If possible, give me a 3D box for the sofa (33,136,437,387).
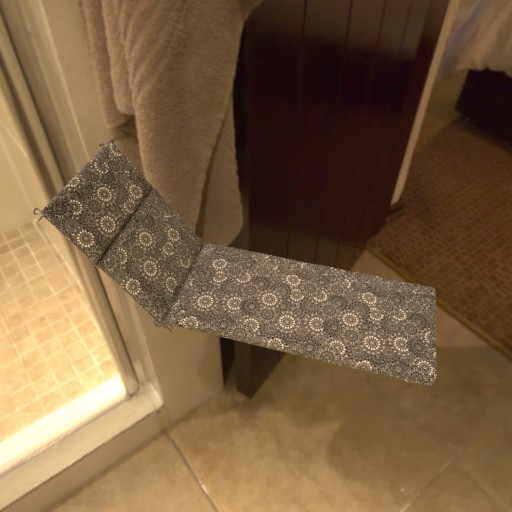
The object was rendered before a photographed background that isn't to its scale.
[{"bbox_3d":[0.000,0.000,1.942,1.663,0.622,0.582,11,47,11],"label":"sofa"}]
